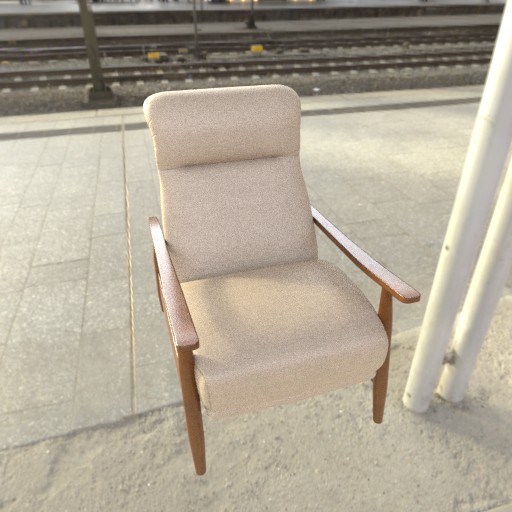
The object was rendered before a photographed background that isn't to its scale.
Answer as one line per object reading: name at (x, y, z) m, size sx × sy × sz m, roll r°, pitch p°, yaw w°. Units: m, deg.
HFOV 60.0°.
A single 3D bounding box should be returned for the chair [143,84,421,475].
chair at (0.000, 0.000, 1.736) m, size 0.762 × 1.082 × 1.030 m, roll -9°, pitch 33°, yaw -15°
